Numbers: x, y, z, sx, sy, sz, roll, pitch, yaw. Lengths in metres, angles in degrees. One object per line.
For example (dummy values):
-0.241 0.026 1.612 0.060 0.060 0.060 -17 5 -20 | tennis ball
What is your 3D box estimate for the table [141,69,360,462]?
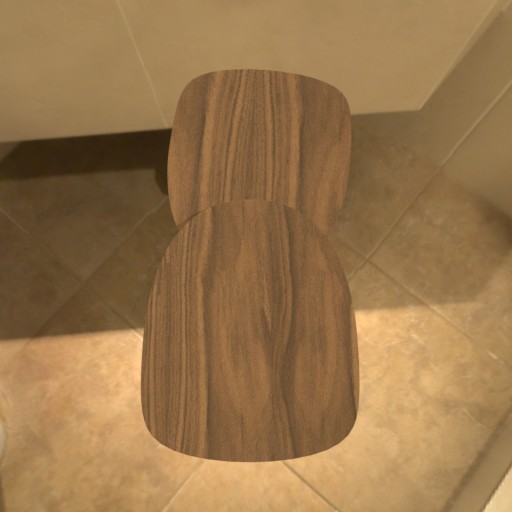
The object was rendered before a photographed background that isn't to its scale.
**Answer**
0.000 0.000 1.349 0.527 0.429 1.084 3 75 1 | table
